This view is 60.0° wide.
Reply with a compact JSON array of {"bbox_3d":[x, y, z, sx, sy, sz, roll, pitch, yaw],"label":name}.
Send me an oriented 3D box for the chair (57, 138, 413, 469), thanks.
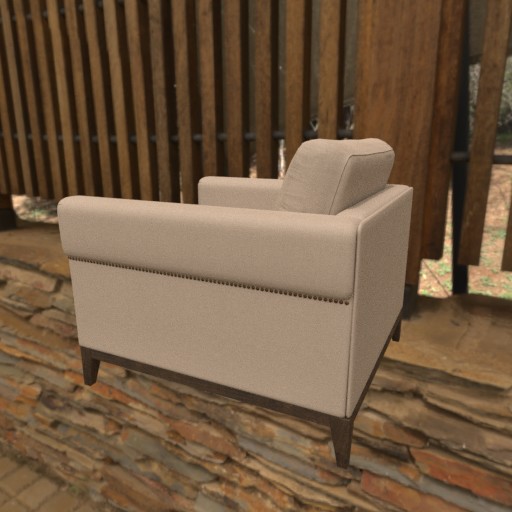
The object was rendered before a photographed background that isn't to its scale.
[{"bbox_3d":[0.000,0.000,1.633,0.959,0.838,0.914,7,17,25],"label":"chair"}]
